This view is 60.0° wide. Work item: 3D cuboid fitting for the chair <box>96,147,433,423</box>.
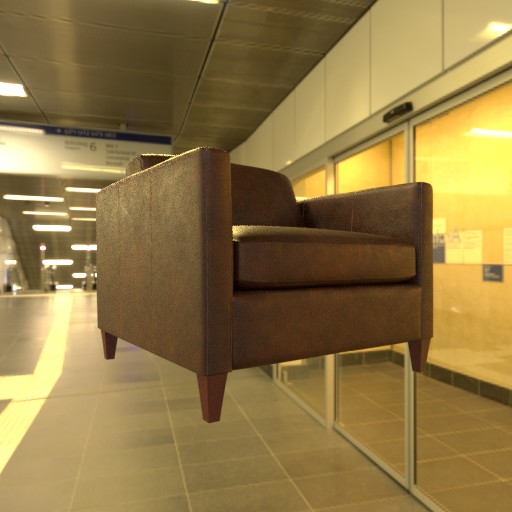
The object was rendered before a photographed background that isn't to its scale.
[{"bbox_3d":[0.000,0.000,1.759,0.990,0.864,0.975,0,-1,-35],"label":"chair"}]
